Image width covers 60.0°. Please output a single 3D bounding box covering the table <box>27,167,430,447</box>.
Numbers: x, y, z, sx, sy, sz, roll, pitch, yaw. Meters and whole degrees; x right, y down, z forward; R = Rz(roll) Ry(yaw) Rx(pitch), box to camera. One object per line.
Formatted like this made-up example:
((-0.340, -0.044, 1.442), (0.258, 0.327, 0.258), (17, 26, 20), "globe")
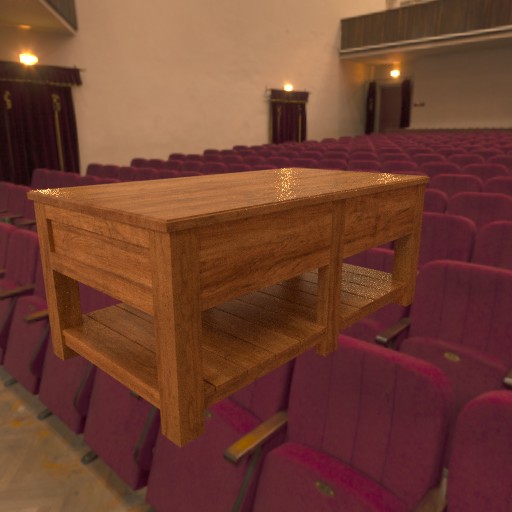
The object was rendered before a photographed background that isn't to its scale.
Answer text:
((0.000, 0.000, 1.455), (0.635, 0.480, 1.150), (14, 21, 41), "table")
